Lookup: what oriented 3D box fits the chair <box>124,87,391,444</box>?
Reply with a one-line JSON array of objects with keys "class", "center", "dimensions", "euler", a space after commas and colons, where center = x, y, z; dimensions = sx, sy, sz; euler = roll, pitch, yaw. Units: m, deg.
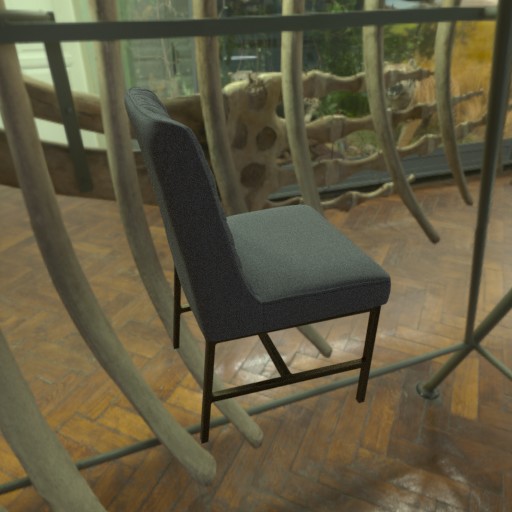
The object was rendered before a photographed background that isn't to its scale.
[{"class": "chair", "center": [0.000, 0.000, 1.263], "dimensions": [0.587, 0.889, 0.508], "euler": [-10, 32, -17]}]
